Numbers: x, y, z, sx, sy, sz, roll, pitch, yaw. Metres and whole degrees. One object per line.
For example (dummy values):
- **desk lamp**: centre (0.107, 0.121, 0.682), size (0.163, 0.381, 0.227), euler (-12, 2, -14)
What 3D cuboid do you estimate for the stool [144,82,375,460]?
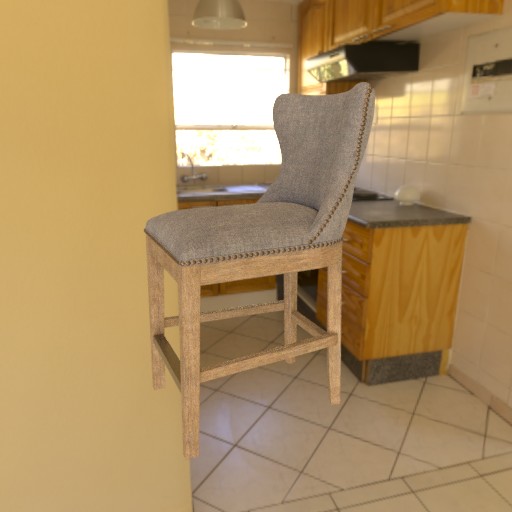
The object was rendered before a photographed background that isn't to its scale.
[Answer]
- **stool**: centre (0.000, 0.000, 1.364), size (0.608, 0.981, 0.498), euler (-7, 18, -24)
